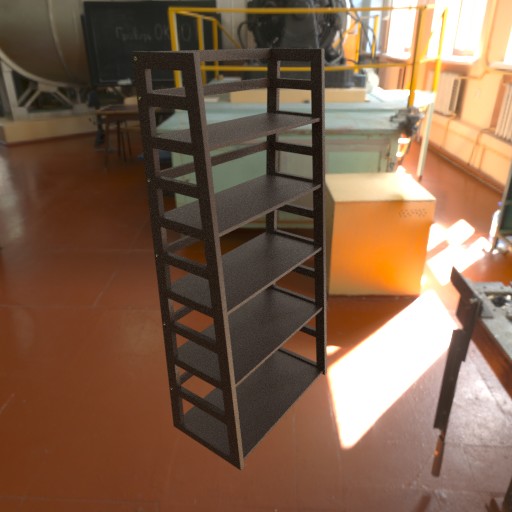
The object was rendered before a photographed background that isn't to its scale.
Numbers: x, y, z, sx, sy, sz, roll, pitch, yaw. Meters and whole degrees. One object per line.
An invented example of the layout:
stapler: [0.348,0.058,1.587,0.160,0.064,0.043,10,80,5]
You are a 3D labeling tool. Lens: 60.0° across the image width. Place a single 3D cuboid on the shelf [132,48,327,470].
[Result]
shelf: [0.000,0.000,1.899,0.403,1.600,0.763,18,31,32]
